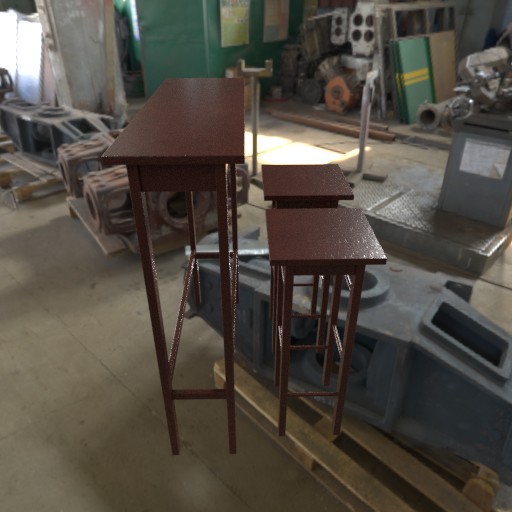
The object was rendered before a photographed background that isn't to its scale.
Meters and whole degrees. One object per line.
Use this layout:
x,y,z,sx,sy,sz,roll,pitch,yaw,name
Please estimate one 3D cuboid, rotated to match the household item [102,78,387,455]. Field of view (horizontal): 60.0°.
0.000,0.000,1.615,0.676,1.067,0.914,-1,32,-1,household item
